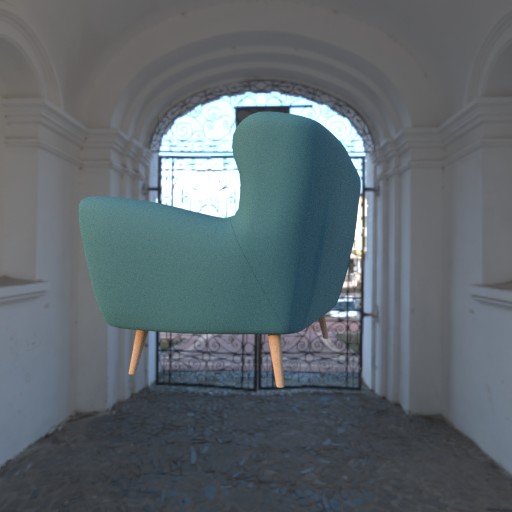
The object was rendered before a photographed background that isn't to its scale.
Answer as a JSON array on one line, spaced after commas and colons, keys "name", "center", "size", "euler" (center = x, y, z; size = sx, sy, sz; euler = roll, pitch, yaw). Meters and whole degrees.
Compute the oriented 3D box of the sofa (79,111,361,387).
[{"name": "sofa", "center": [0.000, 0.000, 2.030], "size": [0.889, 0.889, 1.397], "euler": [0, 0, 18]}]
